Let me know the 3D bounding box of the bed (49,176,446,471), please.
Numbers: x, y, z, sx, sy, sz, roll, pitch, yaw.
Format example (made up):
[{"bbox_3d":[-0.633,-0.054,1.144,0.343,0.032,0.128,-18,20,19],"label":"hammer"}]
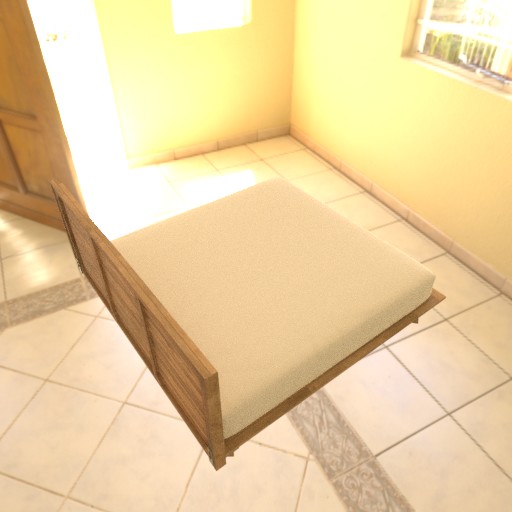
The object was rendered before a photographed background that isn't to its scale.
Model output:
[{"bbox_3d":[0.000,0.000,3.401,2.167,1.100,2.116,-26,46,-28],"label":"bed"}]
